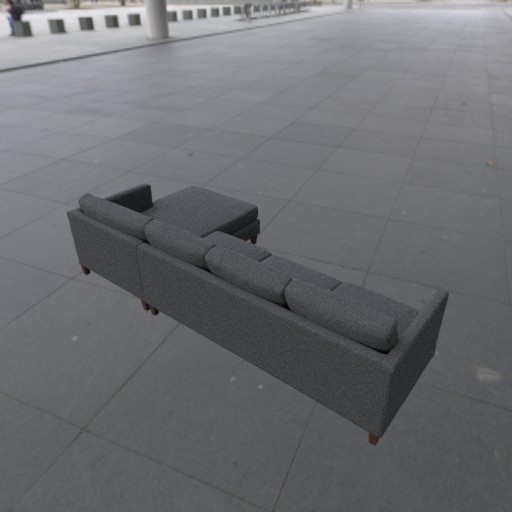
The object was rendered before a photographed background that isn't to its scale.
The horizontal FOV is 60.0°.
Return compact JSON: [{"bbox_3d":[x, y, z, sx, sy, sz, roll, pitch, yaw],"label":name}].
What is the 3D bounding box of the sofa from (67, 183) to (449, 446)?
[{"bbox_3d":[0.000,0.000,3.880,3.186,0.846,1.625,22,38,32],"label":"sofa"}]
